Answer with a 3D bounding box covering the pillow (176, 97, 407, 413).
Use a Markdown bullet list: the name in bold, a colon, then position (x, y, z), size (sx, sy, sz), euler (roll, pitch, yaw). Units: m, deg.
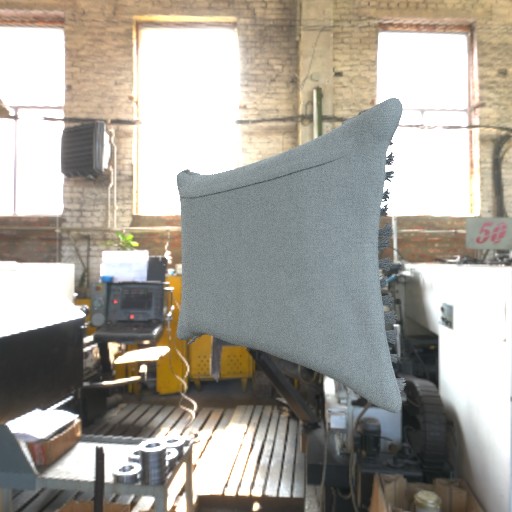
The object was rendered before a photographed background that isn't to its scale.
- **pillow**: position (0.000, 0.000, 0.603), size (0.084, 0.305, 0.466), euler (0, -1, -36)
